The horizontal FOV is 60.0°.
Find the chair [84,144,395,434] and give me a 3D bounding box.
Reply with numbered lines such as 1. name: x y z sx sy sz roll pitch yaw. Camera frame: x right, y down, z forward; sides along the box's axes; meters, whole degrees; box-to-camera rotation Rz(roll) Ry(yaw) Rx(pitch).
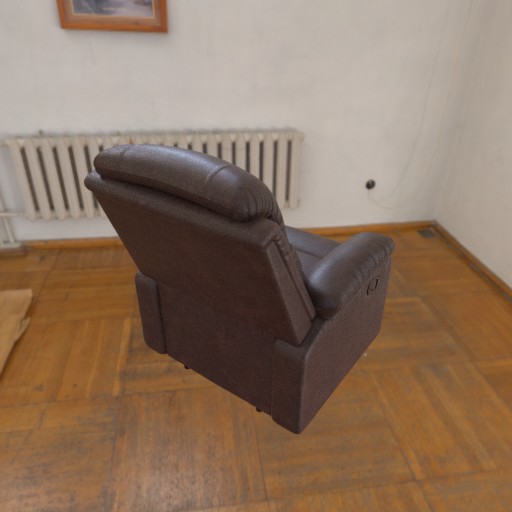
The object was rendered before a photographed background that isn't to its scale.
1. chair: 0.000 0.000 1.705 0.855 0.992 0.919 20 36 31
